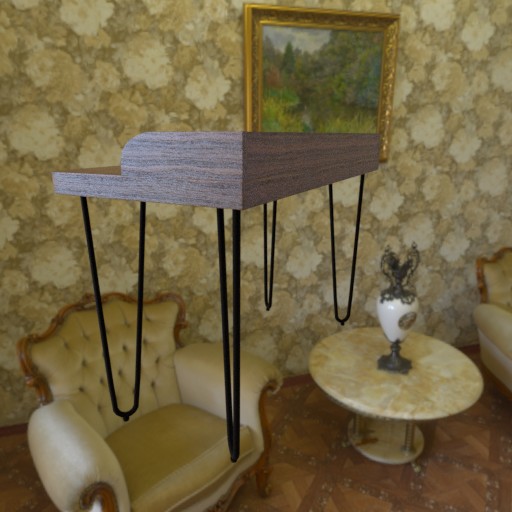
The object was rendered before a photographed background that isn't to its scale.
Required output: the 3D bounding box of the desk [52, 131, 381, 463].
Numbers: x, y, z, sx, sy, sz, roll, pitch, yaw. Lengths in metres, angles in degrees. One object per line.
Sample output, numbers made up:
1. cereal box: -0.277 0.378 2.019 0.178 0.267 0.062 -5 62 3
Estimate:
1. desk: 0.000 0.000 1.594 0.565 0.854 1.200 8 17 26
